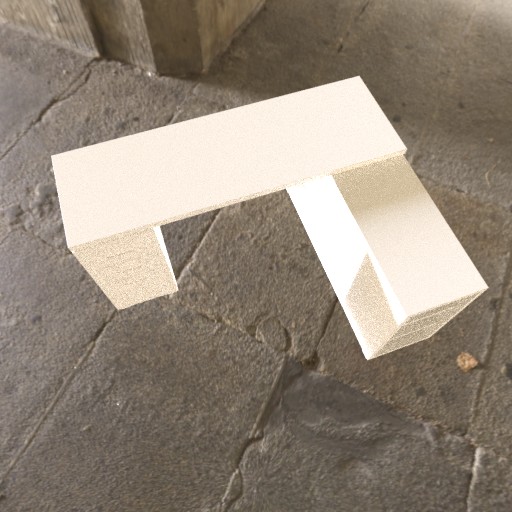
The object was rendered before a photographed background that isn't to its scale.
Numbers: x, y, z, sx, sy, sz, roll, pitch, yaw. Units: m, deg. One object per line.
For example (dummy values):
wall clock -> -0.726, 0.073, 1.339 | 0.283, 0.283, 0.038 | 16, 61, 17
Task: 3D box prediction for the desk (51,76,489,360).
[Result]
desk -> 0.000, 0.000, 2.185 | 1.524, 0.759, 1.199 | -17, 64, -9
